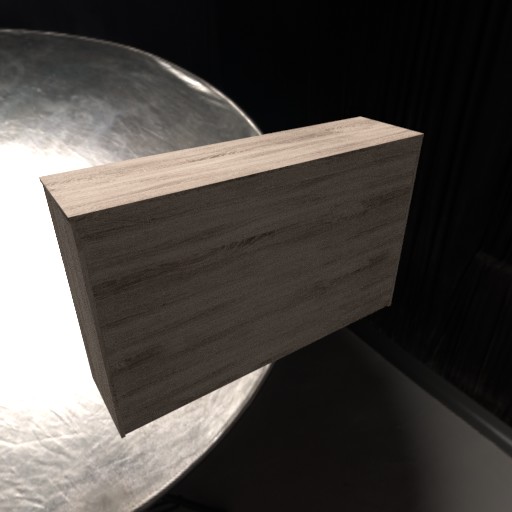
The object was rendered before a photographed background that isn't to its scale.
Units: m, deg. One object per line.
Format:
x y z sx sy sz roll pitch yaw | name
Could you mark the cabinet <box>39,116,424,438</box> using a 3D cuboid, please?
0.000 0.000 1.879 1.450 0.900 0.380 -19 35 -29 | cabinet
